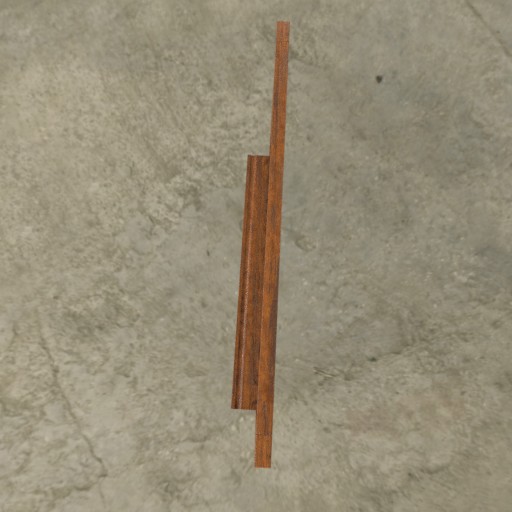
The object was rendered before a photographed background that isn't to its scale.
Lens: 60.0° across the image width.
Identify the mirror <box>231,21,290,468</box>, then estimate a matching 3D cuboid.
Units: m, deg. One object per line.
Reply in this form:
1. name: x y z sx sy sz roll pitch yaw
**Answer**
1. mirror: 0.000 0.000 0.980 0.084 0.537 0.758 3 75 1
